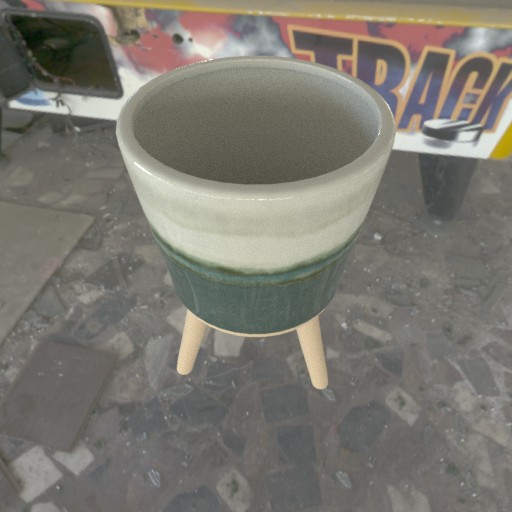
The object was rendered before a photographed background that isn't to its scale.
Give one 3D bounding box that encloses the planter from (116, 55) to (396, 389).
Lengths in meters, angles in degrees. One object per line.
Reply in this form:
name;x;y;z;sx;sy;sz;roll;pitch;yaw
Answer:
planter;0.000;0.000;0.467;0.217;0.331;0.217;-32;54;-27
